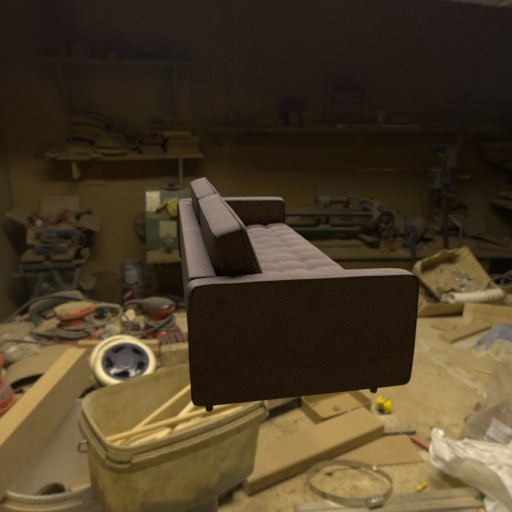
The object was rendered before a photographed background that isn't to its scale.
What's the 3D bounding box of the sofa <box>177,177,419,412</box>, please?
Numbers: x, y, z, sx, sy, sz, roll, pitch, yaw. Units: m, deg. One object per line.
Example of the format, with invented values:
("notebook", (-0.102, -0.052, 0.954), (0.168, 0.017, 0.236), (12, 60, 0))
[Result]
("sofa", (0.000, 0.000, 2.749), (0.923, 0.813, 2.295), (-3, 16, -10))
